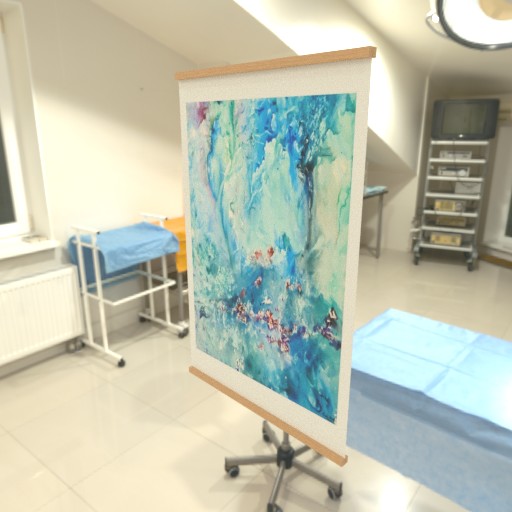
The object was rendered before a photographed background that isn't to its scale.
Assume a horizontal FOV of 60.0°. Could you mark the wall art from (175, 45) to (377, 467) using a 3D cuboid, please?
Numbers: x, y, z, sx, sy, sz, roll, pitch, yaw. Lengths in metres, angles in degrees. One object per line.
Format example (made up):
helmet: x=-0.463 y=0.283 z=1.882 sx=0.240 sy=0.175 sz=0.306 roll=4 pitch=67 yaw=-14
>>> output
wall art: x=0.000 y=0.000 z=0.633 sx=0.013 sy=0.510 sz=0.335 roll=-16 pitch=23 yaw=-43
